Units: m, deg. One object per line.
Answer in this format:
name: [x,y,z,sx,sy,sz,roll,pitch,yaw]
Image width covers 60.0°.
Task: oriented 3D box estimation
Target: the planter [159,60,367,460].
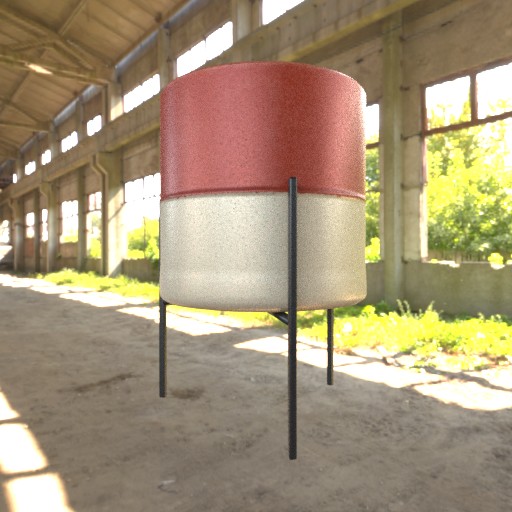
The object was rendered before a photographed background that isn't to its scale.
planter: [0.000,0.000,0.517,0.251,0.354,0.235,0,1,18]
